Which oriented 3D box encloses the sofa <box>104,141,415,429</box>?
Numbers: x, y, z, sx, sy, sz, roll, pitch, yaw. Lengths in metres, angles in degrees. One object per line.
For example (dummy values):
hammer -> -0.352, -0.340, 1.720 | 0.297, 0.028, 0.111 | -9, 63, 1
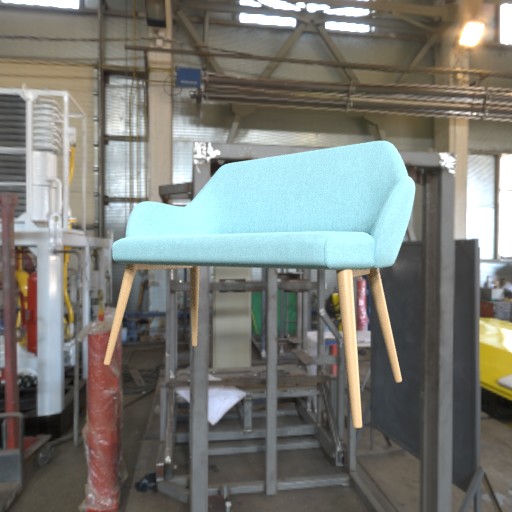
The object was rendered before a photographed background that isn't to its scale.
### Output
sofa -> 0.000, 0.000, 1.608 | 1.150, 0.840, 0.610 | 1, 1, 36
